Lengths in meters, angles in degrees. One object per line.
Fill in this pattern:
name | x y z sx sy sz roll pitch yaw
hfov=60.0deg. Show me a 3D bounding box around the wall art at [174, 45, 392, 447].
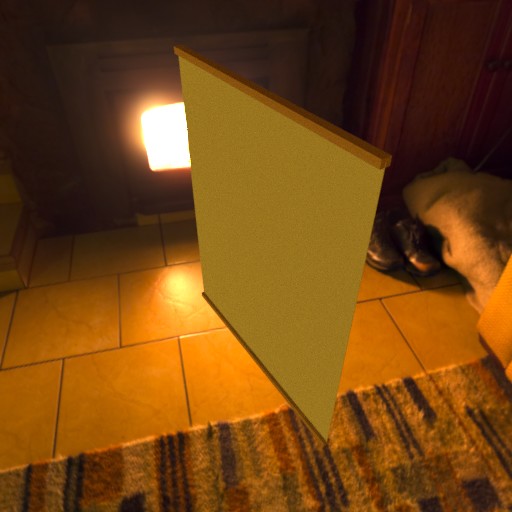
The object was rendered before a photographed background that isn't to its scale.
wall art | 0.000 0.000 0.673 0.012 0.508 0.405 -23 46 -25
